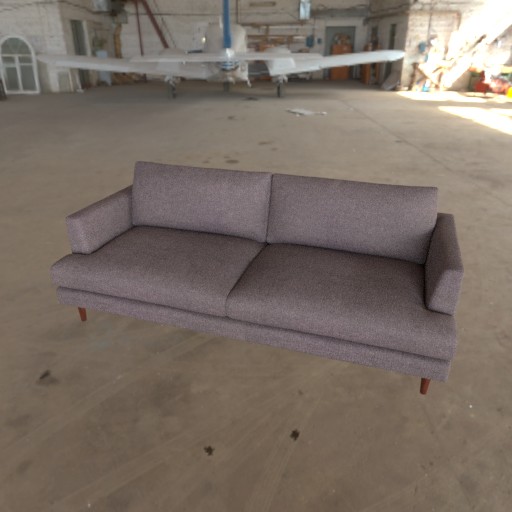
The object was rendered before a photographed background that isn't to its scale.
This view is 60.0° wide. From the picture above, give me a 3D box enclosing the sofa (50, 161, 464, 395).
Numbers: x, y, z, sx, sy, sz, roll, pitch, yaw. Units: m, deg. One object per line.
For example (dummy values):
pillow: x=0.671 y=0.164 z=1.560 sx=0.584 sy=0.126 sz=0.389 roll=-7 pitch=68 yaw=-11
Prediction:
sofa: x=0.000 y=0.000 z=2.709 sx=2.250 sy=0.868 sz=1.020 roll=8 pitch=27 yaw=17
